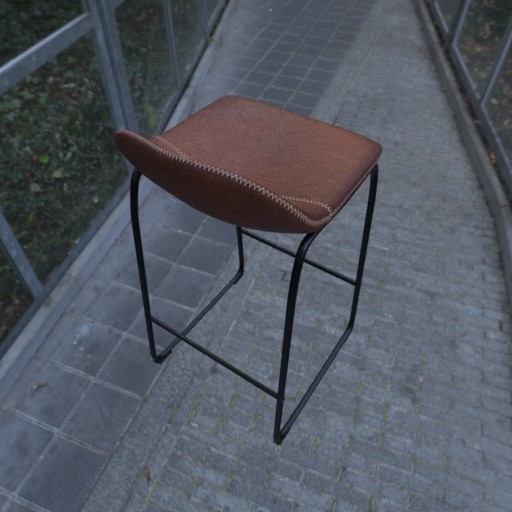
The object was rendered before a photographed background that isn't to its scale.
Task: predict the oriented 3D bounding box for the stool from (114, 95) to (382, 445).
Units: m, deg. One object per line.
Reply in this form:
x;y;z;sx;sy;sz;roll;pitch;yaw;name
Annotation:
0.000;0.000;1.109;0.454;0.830;0.473;26;51;23;stool
